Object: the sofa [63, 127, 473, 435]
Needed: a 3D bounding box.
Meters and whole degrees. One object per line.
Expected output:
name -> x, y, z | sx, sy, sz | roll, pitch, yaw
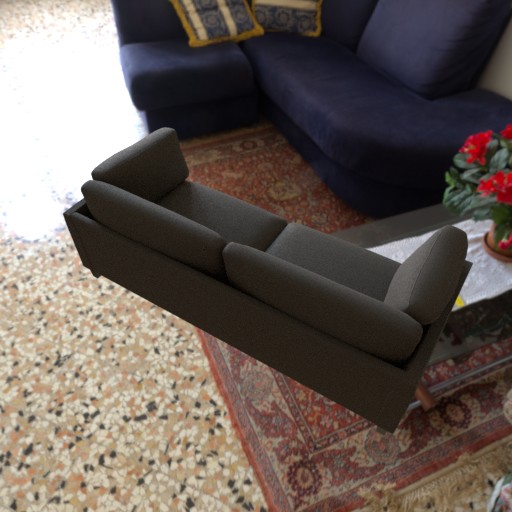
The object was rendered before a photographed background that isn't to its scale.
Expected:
sofa -> 0.000, 0.000, 2.772 | 2.312, 0.792, 0.969 | 24, 50, 22
